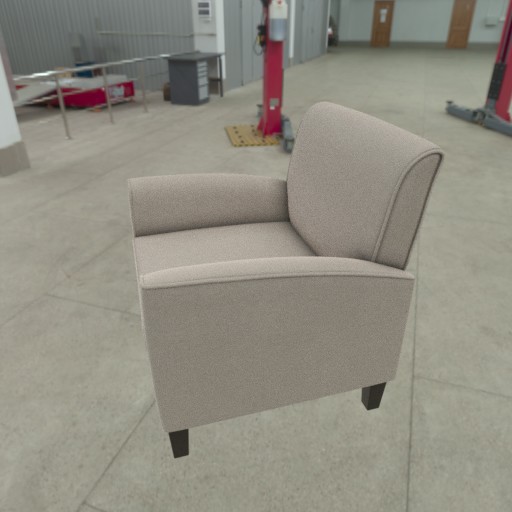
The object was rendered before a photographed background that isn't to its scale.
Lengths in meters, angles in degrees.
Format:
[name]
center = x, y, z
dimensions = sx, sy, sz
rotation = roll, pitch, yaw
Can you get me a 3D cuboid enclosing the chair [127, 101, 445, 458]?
[chair]
center = 0.000, 0.000, 1.552
dimensions = 0.820, 0.915, 0.820
rotation = -8, 30, -14
